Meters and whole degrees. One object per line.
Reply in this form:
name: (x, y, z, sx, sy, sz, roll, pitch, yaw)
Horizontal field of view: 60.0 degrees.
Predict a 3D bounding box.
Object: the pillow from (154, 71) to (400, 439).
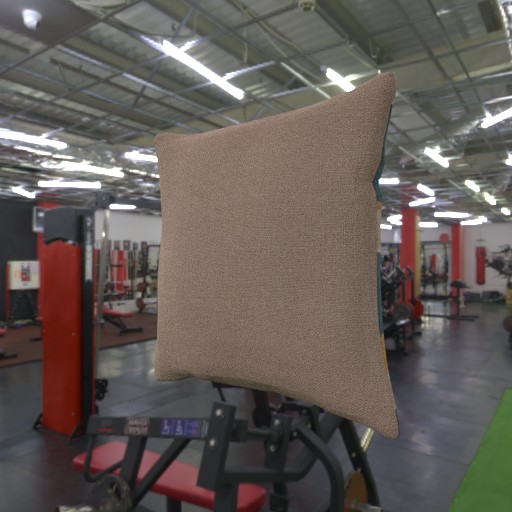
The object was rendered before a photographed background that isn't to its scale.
pillow: (0.000, 0.000, 0.726, 0.478, 0.479, 0.158, -1, -1, 38)
